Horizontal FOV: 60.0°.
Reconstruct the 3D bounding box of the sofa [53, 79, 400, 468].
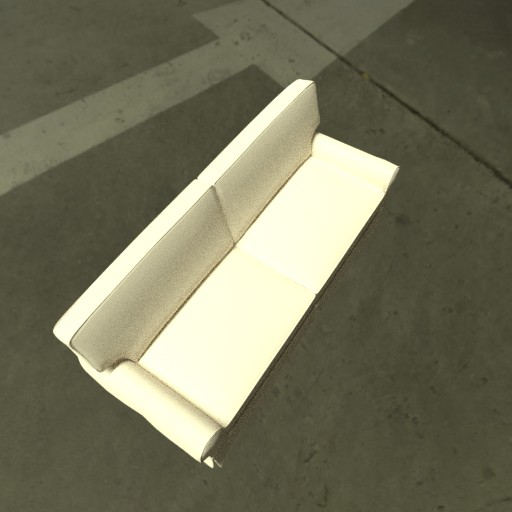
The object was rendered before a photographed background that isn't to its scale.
[{"bbox_3d":[0.000,0.000,2.480,0.862,0.937,2.021,30,64,17],"label":"sofa"}]
